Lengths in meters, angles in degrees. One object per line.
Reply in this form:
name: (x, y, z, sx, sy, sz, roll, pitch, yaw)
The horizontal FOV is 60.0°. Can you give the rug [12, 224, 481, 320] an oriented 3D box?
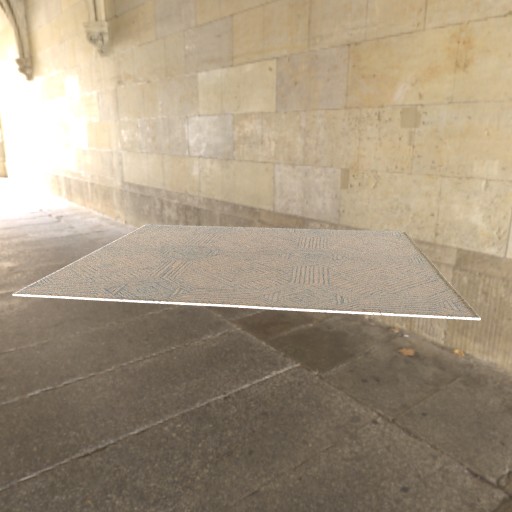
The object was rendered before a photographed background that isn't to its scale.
rug: (0.000, 0.000, 4.015, 3.049, 0.015, 2.457, 2, 16, 8)
